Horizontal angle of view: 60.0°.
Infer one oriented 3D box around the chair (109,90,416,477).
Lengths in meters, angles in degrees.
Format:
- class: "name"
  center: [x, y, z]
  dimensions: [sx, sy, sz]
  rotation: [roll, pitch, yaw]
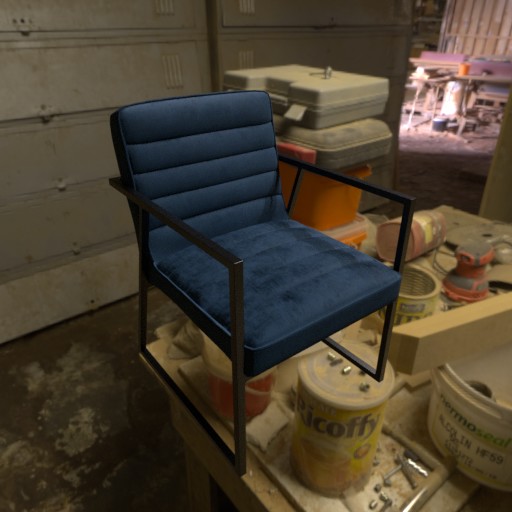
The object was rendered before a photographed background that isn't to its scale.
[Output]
- class: "chair"
  center: [0.000, 0.000, 1.292]
  dimensions: [0.571, 0.833, 0.677]
  rotation: [-20, 34, -32]
